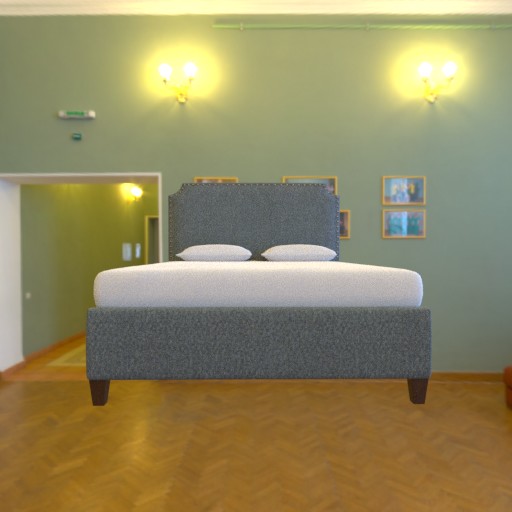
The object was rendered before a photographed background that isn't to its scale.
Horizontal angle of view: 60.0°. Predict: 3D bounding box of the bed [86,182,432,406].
[{"bbox_3d":[0.000,0.000,3.313,1.712,1.443,2.372,0,1,-1],"label":"bed"}]
